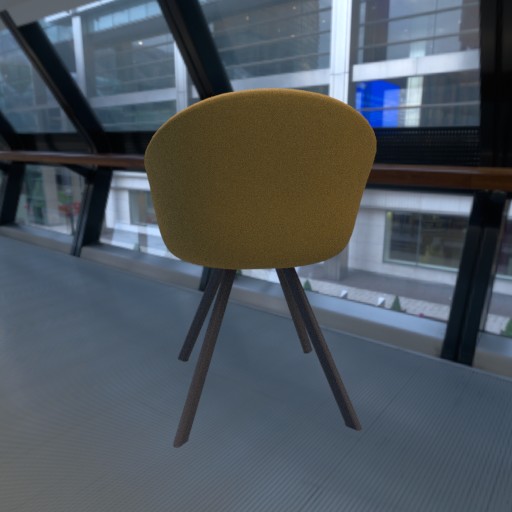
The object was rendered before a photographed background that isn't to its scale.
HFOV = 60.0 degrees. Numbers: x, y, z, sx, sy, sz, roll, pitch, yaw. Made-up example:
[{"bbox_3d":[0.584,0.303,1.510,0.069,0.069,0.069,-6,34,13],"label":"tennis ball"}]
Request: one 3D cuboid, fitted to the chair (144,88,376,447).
[{"bbox_3d":[0.000,0.000,1.216,0.551,0.793,0.583,-2,13,-8],"label":"chair"}]
